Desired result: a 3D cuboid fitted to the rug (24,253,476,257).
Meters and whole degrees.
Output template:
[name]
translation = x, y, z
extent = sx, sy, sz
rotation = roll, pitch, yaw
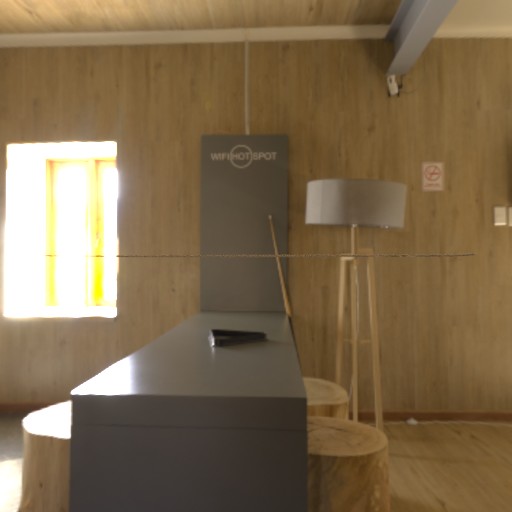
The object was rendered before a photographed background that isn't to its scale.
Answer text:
[rug]
translation = 0.000, 0.000, 2.492
extent = 2.084, 0.009, 1.222
rotation = 0, 0, 17
